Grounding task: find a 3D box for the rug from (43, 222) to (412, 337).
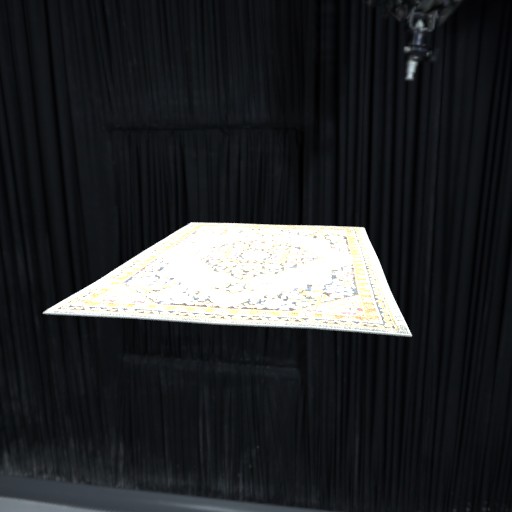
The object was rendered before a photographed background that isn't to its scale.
[{"bbox_3d":[0.000,0.000,3.781,2.043,0.026,2.901,2,15,8],"label":"rug"}]
